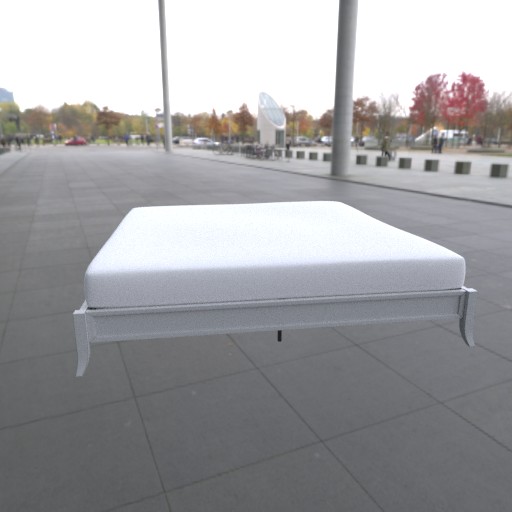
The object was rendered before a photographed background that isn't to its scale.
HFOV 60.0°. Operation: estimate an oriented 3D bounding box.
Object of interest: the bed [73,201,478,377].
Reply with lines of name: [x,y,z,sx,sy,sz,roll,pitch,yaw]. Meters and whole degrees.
bed: [0.000,0.000,3.123,2.007,0.510,2.108,-2,15,-8]
